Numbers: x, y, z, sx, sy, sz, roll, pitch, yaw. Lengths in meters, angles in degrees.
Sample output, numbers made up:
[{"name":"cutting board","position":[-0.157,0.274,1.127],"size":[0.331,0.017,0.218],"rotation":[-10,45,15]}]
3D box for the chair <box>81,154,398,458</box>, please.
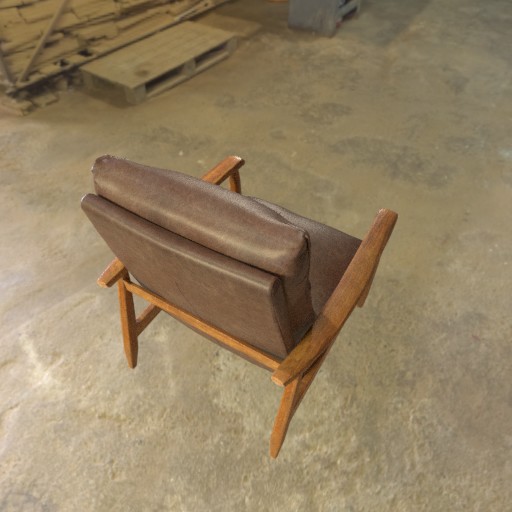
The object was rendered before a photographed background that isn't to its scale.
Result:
[{"name":"chair","position":[0.000,0.000,1.545],"size":[0.782,0.897,0.830],"rotation":[24,50,22]}]
